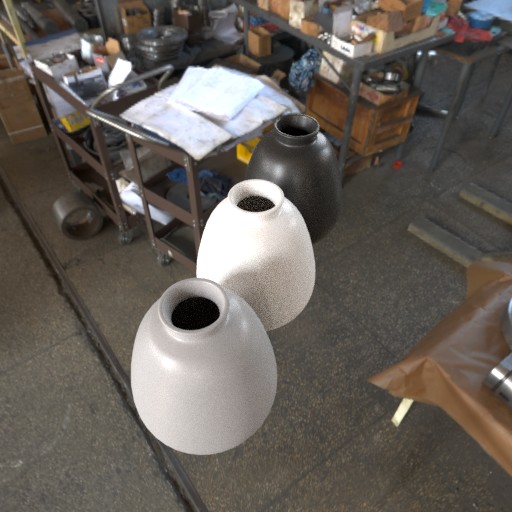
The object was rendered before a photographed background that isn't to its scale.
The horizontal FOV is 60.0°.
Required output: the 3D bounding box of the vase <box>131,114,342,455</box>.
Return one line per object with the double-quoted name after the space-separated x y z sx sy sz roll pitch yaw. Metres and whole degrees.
0.000 0.000 0.352 0.097 0.122 0.297 15 48 14 "vase"
